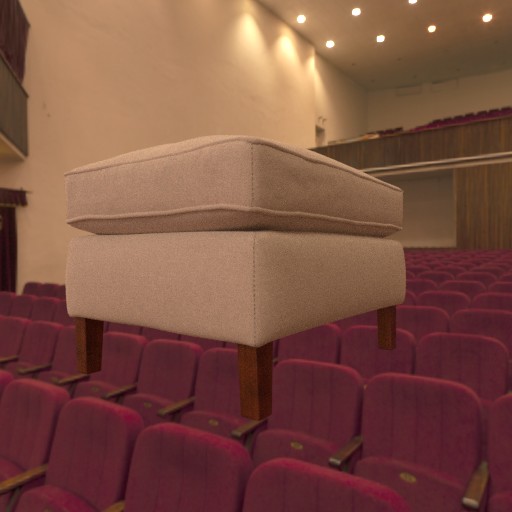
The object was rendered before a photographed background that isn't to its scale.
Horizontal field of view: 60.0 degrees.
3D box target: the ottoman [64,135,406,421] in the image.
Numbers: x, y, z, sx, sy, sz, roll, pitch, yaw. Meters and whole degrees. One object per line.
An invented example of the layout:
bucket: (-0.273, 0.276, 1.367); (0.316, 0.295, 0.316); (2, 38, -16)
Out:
ottoman: (0.000, 0.000, 0.984); (0.501, 0.456, 0.665); (0, 1, 36)
